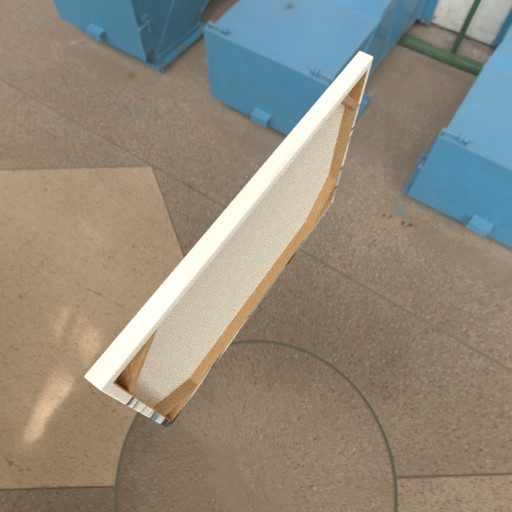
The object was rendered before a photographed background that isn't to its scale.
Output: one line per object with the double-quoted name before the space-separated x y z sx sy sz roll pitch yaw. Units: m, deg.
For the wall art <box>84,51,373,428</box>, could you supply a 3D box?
"wall art" 0.000 0.000 1.139 0.039 0.609 0.914 32 68 15
